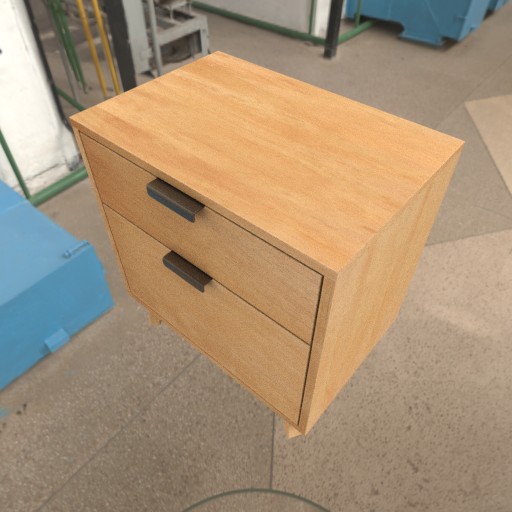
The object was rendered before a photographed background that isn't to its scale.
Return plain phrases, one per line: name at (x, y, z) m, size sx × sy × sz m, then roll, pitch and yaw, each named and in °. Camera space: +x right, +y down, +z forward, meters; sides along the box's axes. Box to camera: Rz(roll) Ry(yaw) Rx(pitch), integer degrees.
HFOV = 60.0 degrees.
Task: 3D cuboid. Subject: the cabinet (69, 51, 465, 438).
cabinet at (0.000, 0.000, 0.951) m, size 0.551 × 0.599 × 0.394 m, roll 32°, pitch 54°, yaw 27°
